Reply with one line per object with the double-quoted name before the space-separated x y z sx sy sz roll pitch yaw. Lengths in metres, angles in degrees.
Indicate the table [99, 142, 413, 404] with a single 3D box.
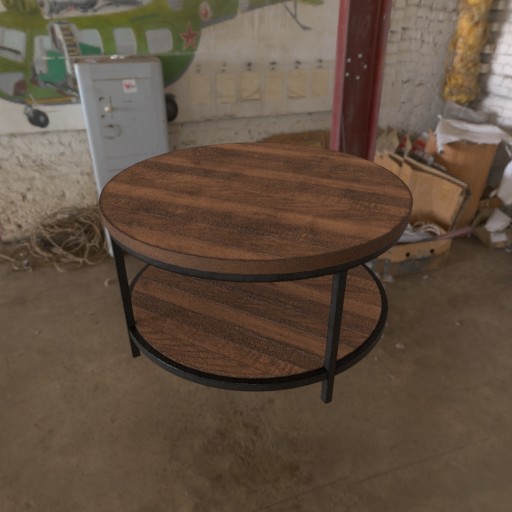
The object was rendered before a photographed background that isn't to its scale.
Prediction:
"table" 0.000 0.000 1.351 0.837 0.462 0.837 0 30 0
